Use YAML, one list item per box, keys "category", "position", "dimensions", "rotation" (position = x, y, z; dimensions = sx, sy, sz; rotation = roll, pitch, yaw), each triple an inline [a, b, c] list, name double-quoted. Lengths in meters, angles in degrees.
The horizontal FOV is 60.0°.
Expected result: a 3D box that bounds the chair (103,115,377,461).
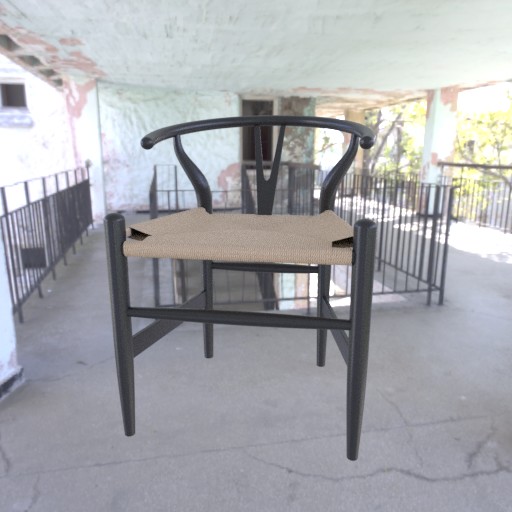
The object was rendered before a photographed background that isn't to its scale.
- category: "chair"
  position: [0.000, 0.000, 1.152]
  dimensions: [0.570, 0.739, 0.570]
  rotation: [2, 13, 9]
